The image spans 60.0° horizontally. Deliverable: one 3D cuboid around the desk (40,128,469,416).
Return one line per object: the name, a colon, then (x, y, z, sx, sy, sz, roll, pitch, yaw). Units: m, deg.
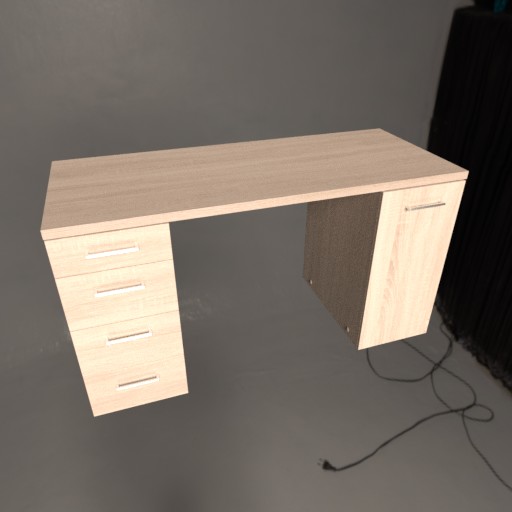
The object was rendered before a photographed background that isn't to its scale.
desk: (0.000, 0.000, 1.771, 1.390, 0.740, 0.600, -10, 33, -16)
